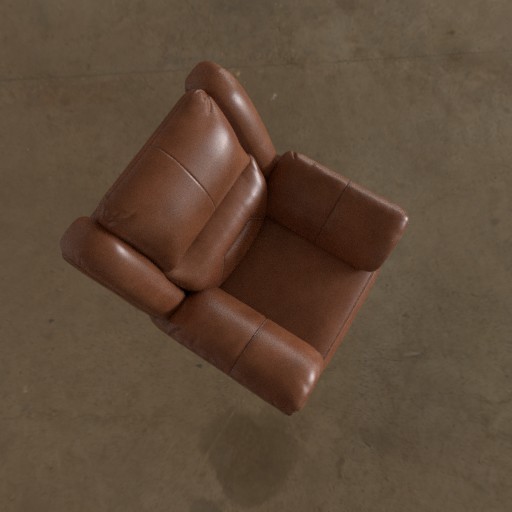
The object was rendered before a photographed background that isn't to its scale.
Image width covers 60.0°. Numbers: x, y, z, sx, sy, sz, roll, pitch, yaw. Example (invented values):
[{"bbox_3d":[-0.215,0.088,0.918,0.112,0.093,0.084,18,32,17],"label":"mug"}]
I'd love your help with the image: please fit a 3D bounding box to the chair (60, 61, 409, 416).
[{"bbox_3d":[0.000,0.000,1.927,1.041,1.093,0.990,32,77,8],"label":"chair"}]
